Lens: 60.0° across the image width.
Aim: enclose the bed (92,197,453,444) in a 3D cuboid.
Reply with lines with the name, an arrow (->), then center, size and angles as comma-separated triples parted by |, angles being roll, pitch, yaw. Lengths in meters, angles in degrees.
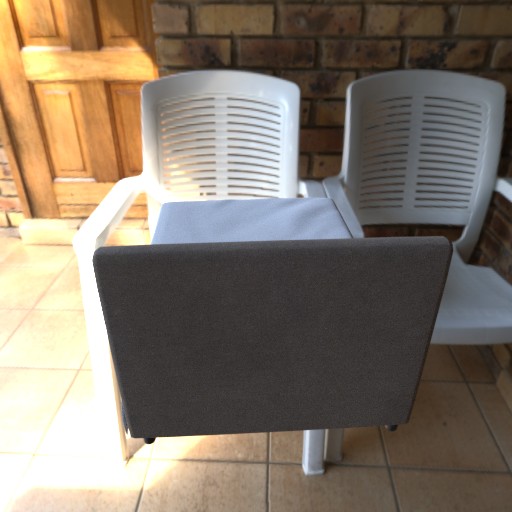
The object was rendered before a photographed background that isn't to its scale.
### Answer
bed -> 0.000, 0.000, 3.206 | 1.723, 1.330, 2.142 | -2, 31, -3
